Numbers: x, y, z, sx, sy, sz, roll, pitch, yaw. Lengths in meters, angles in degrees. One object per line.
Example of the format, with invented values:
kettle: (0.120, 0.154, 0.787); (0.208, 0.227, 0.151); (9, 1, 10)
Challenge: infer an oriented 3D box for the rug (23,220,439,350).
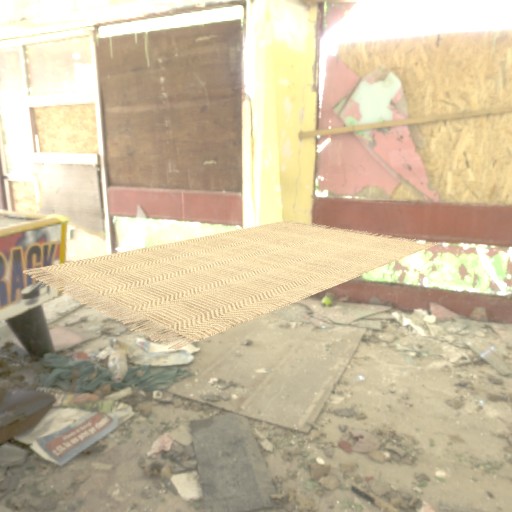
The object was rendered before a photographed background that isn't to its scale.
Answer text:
rug: (0.000, 0.000, 2.437); (1.224, 0.027, 2.021); (13, 19, 42)
